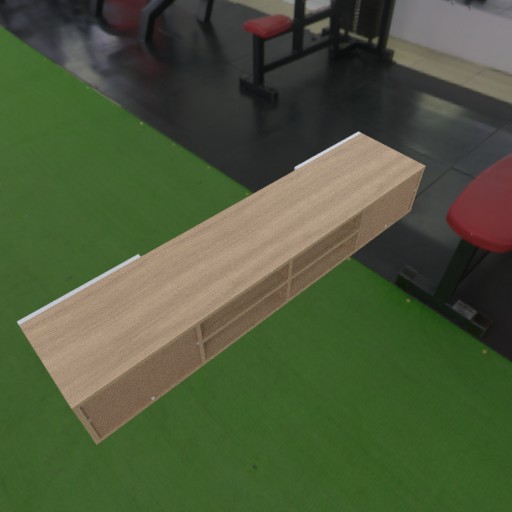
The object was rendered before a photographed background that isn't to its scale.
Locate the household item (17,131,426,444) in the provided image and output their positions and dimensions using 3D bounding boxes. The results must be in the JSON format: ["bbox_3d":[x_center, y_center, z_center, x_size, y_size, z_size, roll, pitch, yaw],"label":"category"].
[{"bbox_3d":[0.000,0.000,1.966,1.850,0.310,0.420,-33,55,-27],"label":"household item"}]
